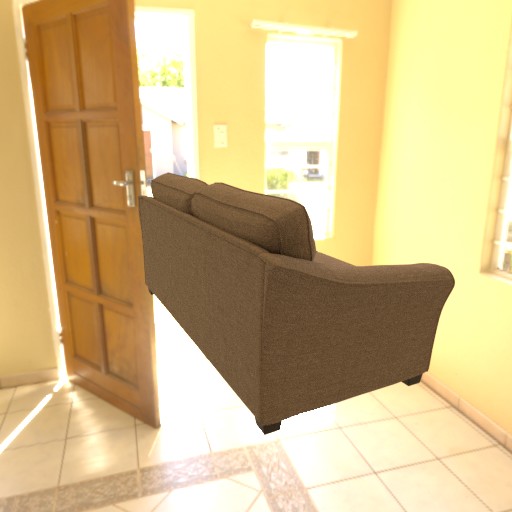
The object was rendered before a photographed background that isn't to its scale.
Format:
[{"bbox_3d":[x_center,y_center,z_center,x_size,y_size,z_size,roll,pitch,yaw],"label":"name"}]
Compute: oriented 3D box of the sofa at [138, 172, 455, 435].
[{"bbox_3d":[0.000,0.000,2.790,0.980,0.965,2.270,-7,16,-26],"label":"sofa"}]
